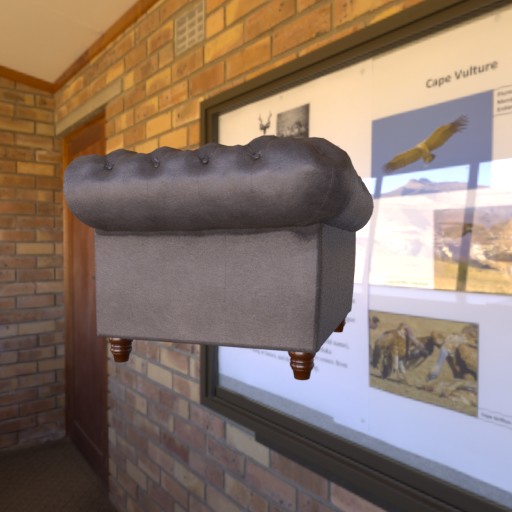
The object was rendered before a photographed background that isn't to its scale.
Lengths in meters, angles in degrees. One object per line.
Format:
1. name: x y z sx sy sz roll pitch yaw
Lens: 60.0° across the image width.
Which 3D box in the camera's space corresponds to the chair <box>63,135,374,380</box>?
1. chair: 0.000 0.000 1.929 0.943 0.780 1.298 0 1 18
